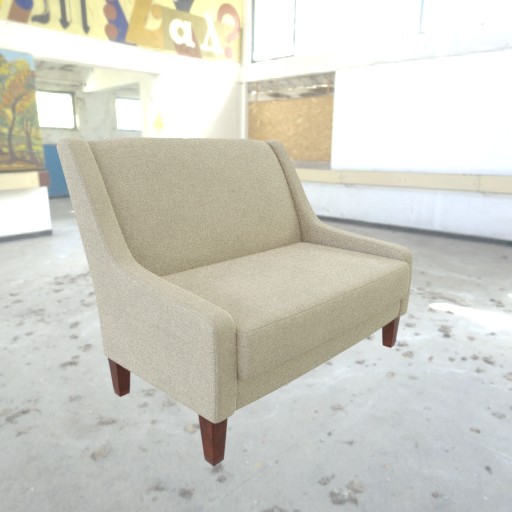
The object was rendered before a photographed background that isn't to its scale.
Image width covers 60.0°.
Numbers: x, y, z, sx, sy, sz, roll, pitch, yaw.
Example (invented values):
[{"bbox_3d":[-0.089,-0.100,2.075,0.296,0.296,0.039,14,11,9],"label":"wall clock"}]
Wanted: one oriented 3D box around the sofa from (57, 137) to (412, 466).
[{"bbox_3d":[0.000,0.000,1.881,0.946,0.976,1.212,13,19,42],"label":"sofa"}]
